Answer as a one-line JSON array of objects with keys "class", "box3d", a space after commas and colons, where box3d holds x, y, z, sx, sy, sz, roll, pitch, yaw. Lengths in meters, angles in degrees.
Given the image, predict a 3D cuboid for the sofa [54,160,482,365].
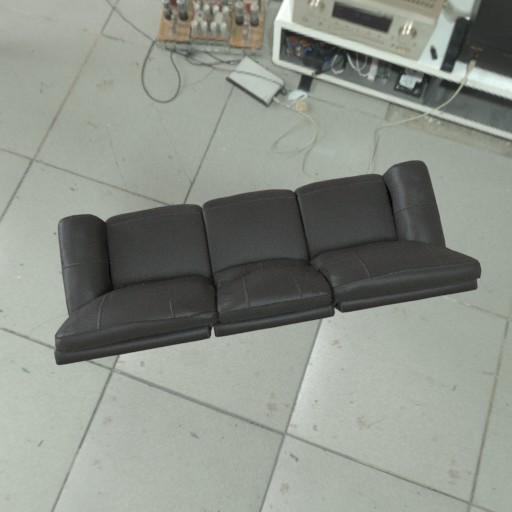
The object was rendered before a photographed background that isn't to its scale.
[{"class": "sofa", "box3d": [0.000, 0.000, 3.112, 2.627, 1.134, 1.104, -10, 75, -3]}]
